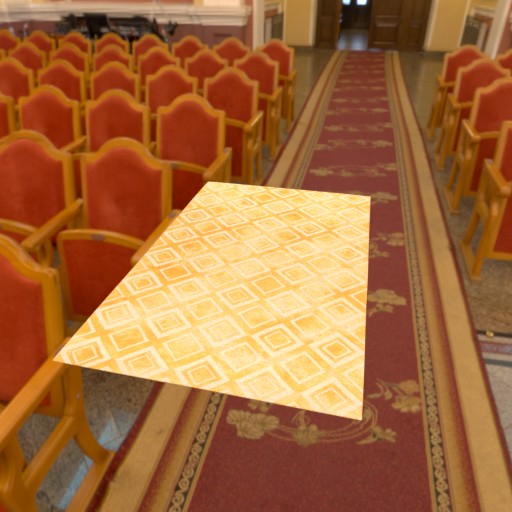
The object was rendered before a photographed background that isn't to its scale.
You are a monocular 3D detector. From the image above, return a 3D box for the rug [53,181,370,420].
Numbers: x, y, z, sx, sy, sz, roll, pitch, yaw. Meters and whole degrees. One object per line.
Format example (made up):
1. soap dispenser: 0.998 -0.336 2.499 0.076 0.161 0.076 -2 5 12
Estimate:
1. rug: 0.000 0.000 3.057 1.511 0.010 2.424 7 32 11
